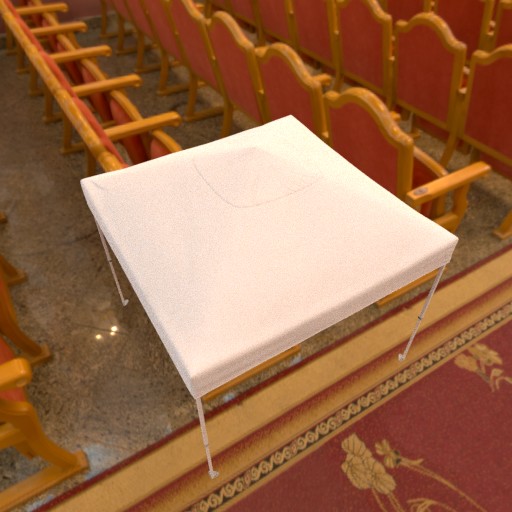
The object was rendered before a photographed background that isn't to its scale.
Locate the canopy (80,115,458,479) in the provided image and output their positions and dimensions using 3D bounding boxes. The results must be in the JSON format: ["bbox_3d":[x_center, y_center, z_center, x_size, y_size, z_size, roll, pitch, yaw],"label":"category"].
[{"bbox_3d":[0.000,0.000,5.323,2.996,2.997,2.998,-23,50,-21],"label":"canopy"}]
